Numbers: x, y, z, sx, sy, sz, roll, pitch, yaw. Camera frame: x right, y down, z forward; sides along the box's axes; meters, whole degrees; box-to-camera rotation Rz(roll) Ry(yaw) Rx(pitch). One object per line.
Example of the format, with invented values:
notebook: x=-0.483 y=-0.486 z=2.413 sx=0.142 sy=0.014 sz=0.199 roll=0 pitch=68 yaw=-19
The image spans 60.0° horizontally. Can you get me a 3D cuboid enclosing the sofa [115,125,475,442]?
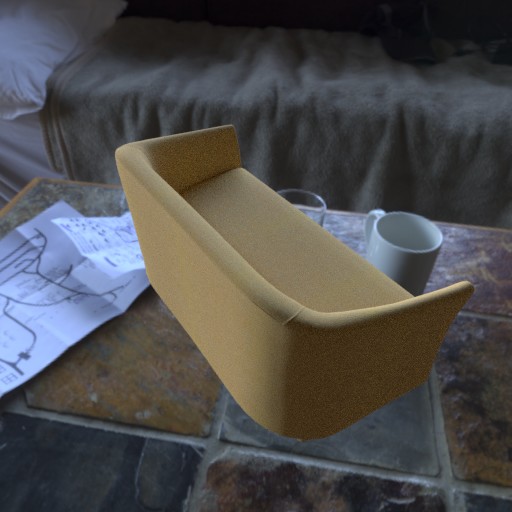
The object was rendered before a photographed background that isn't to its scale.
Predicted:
sofa: x=0.000 y=0.000 z=1.838 sx=0.705 sy=0.721 sz=1.452 roll=-24 pitch=46 yaw=-25
